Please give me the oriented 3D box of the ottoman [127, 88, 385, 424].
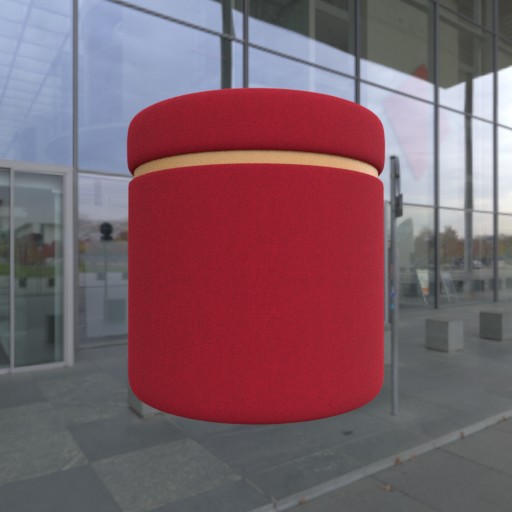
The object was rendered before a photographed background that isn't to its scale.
[{"bbox_3d":[0.000,0.000,0.715,0.400,0.406,0.400,0,0,0],"label":"ottoman"}]
